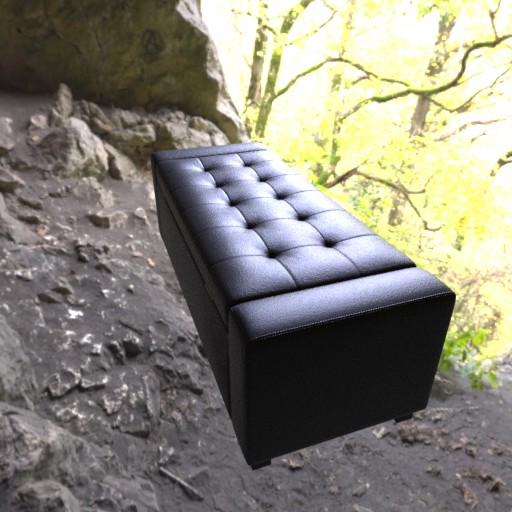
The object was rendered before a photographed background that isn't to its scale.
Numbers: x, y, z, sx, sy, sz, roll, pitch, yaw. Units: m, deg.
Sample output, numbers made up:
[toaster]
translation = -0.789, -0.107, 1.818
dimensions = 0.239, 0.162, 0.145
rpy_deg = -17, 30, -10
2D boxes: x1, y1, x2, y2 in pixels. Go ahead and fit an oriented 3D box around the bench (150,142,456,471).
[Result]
[bench]
translation = 0.000, 0.000, 1.539
dimensions = 0.508, 0.445, 1.296
rpy_deg = -10, 32, -17
